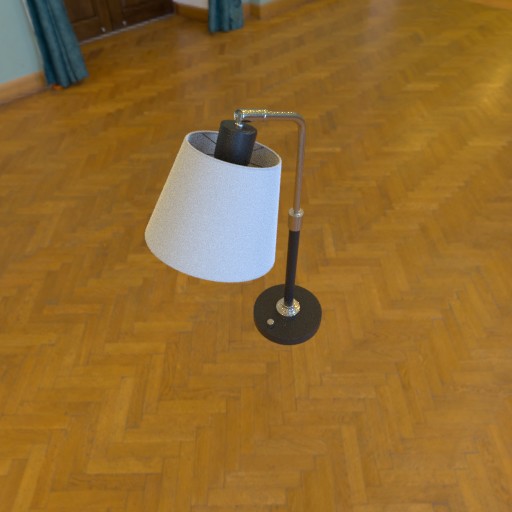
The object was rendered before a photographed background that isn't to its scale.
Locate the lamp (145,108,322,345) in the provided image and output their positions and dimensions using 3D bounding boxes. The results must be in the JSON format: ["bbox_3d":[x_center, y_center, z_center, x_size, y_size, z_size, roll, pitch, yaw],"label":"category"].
[{"bbox_3d":[0.000,0.000,0.727,0.181,0.539,0.348,34,55,28],"label":"lamp"}]
